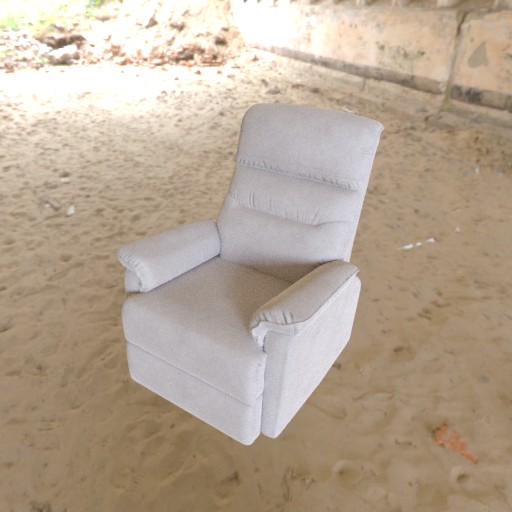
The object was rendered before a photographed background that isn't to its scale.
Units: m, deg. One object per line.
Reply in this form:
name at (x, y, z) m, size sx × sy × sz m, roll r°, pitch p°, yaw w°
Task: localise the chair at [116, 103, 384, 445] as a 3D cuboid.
chair at (0.000, 0.000, 1.813) m, size 0.820 × 1.039 × 1.001 m, roll 19°, pitch 35°, yaw 28°
